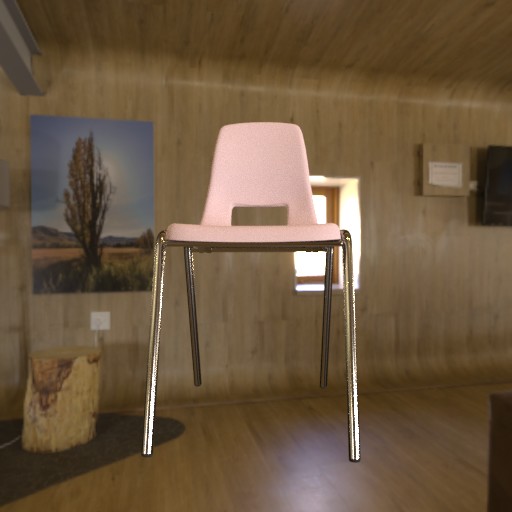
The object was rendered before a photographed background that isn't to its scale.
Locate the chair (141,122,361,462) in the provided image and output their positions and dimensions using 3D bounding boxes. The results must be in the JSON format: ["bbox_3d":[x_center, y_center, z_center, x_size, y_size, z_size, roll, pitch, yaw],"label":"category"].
[{"bbox_3d":[0.000,0.000,0.973,0.381,0.704,0.436,0,1,3],"label":"chair"}]
